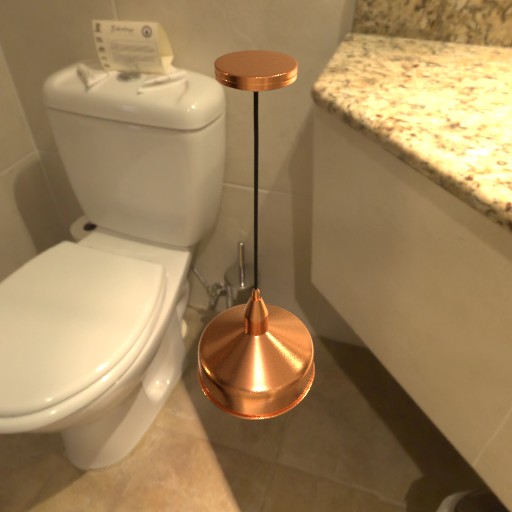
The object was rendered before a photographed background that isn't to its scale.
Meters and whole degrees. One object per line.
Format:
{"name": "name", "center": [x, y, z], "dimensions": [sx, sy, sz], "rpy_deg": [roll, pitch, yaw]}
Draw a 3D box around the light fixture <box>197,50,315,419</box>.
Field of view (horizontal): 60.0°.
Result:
{"name": "light fixture", "center": [0.000, 0.000, 0.899], "dimensions": [0.301, 0.754, 0.301], "rpy_deg": [-13, 43, -14]}
